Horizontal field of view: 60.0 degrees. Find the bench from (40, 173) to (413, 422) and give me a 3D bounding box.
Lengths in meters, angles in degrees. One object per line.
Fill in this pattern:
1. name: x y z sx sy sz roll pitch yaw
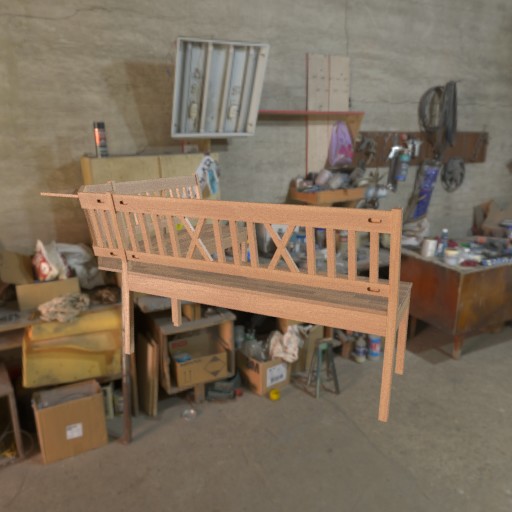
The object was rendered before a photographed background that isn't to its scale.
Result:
1. bench: 0.000 0.000 2.788 1.937 0.902 1.537 7 15 26
